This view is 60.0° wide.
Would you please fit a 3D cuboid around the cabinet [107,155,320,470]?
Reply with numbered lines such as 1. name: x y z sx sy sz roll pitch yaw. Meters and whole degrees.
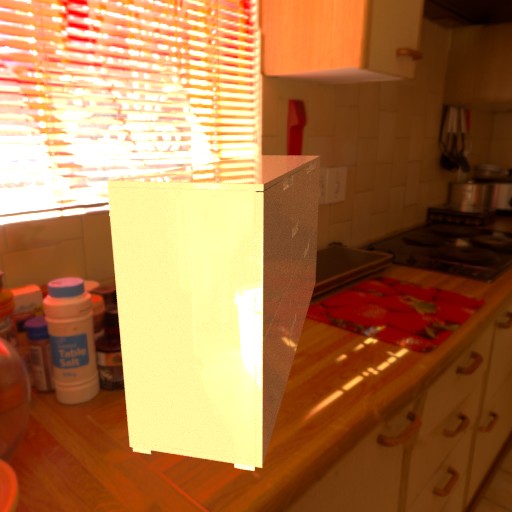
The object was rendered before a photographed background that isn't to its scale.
1. cabinet: 0.000 0.000 1.949 0.400 0.800 1.650 3 15 12
